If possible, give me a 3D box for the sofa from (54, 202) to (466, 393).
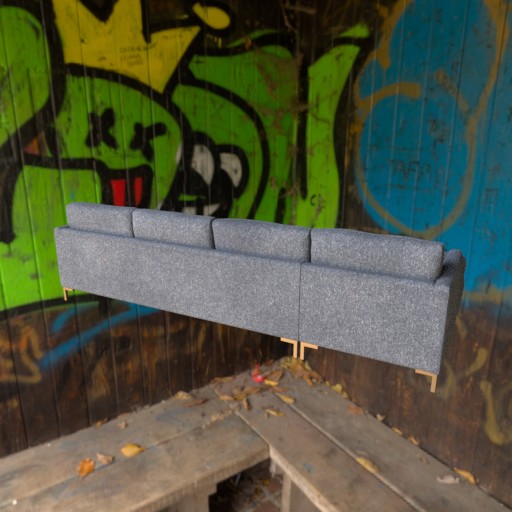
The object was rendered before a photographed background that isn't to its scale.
[{"bbox_3d":[0.000,0.000,3.439,2.932,0.810,1.350,8,18,26],"label":"sofa"}]
